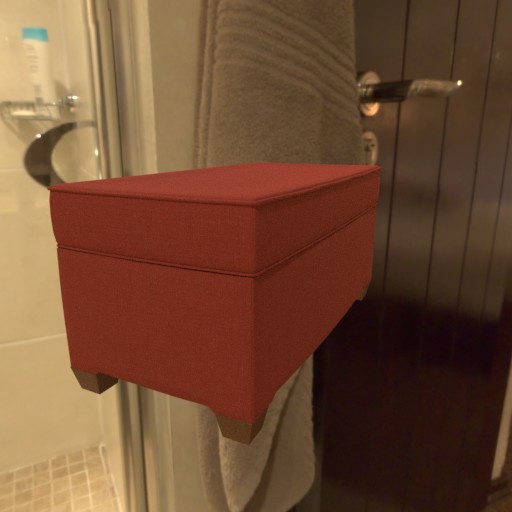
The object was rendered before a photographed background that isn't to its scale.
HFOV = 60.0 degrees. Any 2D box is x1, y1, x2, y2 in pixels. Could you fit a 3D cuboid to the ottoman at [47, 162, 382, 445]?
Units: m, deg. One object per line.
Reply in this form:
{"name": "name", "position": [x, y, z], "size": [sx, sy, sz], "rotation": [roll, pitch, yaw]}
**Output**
{"name": "ottoman", "position": [0.000, 0.000, 1.224], "size": [0.497, 0.454, 0.948], "rotation": [7, 17, 26]}
